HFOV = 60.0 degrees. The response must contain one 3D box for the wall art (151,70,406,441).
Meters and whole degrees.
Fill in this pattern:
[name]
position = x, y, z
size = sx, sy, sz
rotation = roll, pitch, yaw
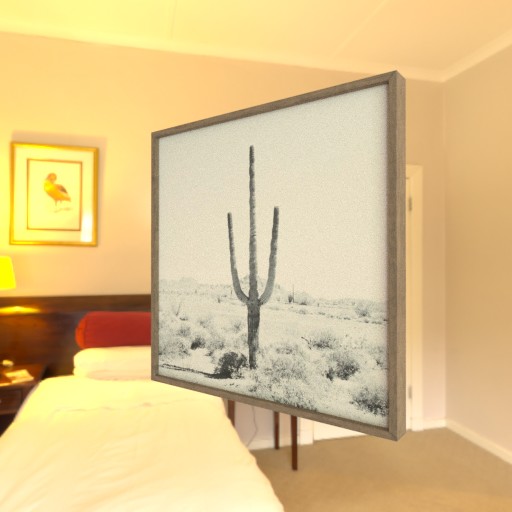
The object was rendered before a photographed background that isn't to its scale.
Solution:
[wall art]
position = 0.000, 0.000, 0.773
size = 0.508, 0.508, 0.038
rotation = 0, 0, 37
